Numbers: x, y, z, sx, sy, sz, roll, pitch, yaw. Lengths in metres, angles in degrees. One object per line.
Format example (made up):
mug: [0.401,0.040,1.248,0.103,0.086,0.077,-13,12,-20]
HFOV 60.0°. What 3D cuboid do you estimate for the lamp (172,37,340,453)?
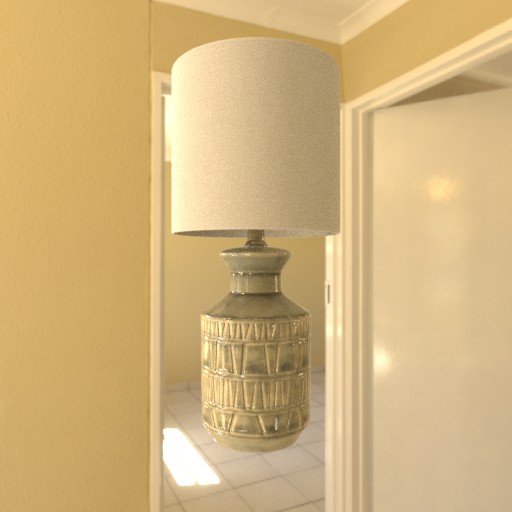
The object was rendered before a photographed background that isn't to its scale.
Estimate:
lamp: [0.000,0.000,0.565,0.211,0.455,0.211,0,0,-36]
